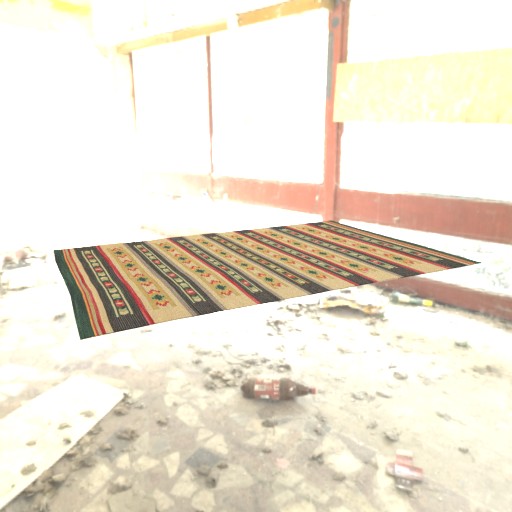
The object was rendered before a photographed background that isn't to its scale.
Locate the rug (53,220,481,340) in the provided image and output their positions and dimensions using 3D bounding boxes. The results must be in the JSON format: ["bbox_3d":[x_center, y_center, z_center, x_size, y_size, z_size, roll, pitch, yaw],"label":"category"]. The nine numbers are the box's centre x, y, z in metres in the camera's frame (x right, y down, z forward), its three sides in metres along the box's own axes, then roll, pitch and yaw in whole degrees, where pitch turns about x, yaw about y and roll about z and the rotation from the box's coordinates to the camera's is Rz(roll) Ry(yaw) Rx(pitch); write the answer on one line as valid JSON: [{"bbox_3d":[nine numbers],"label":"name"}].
[{"bbox_3d":[0.000,0.000,2.845,2.311,0.010,1.522,-8,17,-26],"label":"rug"}]
